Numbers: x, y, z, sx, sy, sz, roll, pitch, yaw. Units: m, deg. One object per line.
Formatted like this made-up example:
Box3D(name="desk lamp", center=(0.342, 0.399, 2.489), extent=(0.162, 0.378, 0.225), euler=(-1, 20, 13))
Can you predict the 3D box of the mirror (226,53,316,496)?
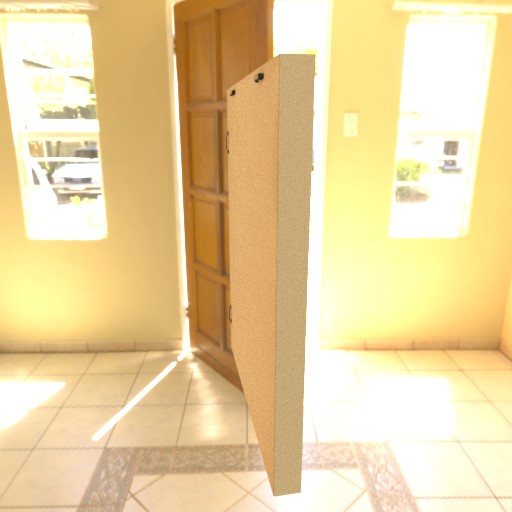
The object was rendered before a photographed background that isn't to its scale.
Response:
Box3D(name="mirror", center=(0.000, 0.000, 0.676), extent=(0.041, 0.508, 0.405), euler=(-3, 16, -10))
